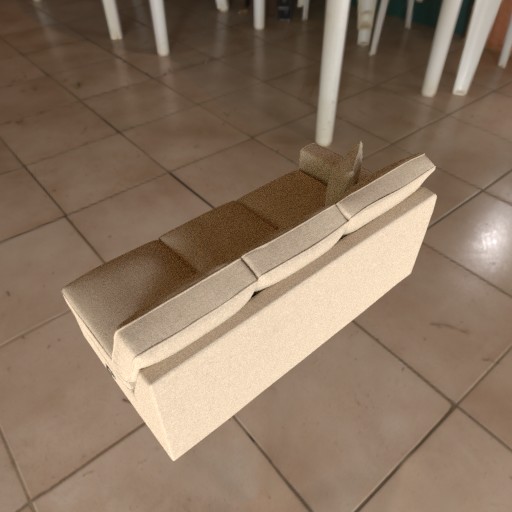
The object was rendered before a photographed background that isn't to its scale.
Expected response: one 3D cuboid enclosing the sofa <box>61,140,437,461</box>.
[{"bbox_3d":[0.000,0.000,2.575,1.962,0.946,1.034,-31,52,-28],"label":"sofa"}]
